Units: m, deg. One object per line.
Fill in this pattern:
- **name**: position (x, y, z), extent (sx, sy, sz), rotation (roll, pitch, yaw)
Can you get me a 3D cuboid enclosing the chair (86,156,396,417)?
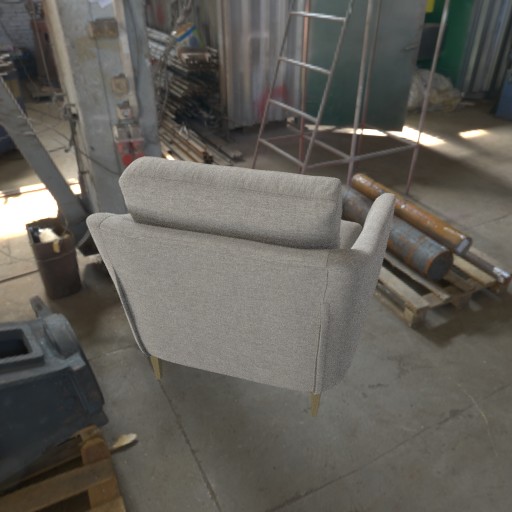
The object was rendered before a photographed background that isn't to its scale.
- **chair**: position (0.000, 0.000, 1.716), extent (0.986, 0.902, 0.961), rotation (9, 34, 14)
